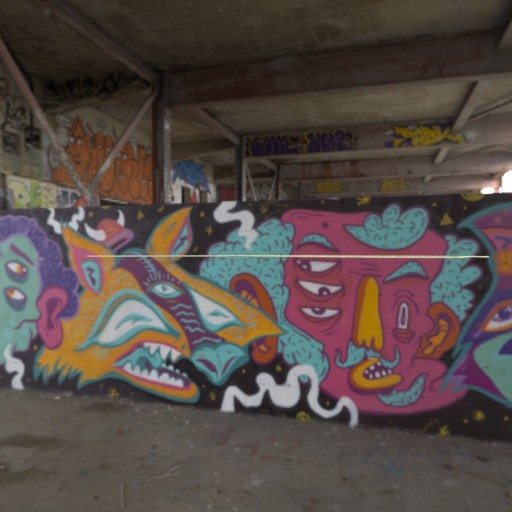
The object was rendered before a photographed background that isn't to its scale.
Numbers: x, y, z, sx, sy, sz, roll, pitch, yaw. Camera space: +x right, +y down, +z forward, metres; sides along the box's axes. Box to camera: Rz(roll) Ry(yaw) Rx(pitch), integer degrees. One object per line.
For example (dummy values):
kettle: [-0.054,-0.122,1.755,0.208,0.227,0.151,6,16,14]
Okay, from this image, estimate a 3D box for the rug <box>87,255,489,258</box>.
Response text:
rug: [0.000,0.000,2.566,2.340,0.013,0.686,0,0,37]
